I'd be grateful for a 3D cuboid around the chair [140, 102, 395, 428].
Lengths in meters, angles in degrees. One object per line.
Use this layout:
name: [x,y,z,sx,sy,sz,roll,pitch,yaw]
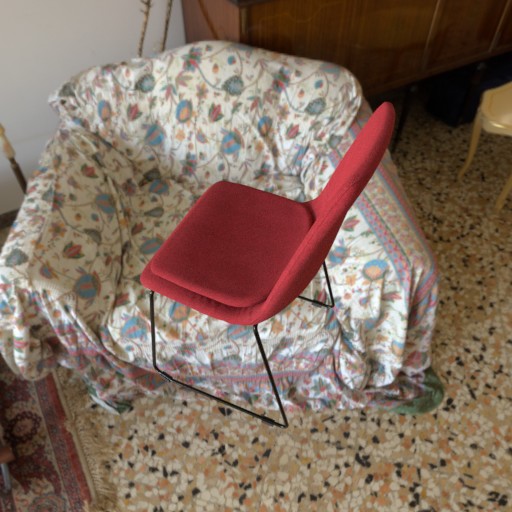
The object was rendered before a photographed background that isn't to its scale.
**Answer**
chair: [0.000,0.000,1.163,0.518,0.858,0.479,18,50,16]
